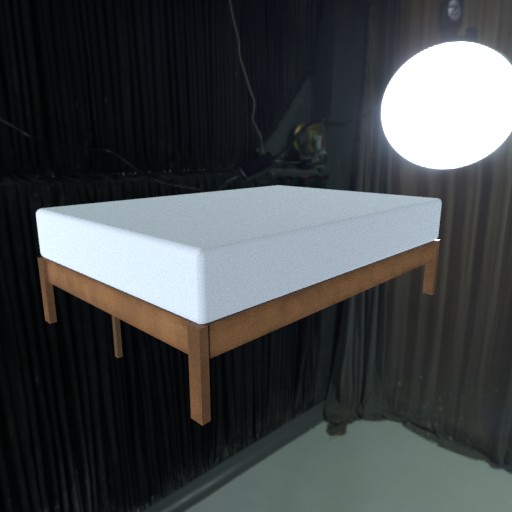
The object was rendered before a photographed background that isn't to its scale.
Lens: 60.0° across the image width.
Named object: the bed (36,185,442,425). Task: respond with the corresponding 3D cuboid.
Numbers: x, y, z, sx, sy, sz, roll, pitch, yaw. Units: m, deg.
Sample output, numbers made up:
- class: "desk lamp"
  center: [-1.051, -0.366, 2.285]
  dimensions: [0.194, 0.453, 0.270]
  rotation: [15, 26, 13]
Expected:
- class: "bed"
  center: [0.000, 0.000, 2.572]
  dimensions: [1.348, 0.616, 1.927]
  rotation: [13, 19, 42]
